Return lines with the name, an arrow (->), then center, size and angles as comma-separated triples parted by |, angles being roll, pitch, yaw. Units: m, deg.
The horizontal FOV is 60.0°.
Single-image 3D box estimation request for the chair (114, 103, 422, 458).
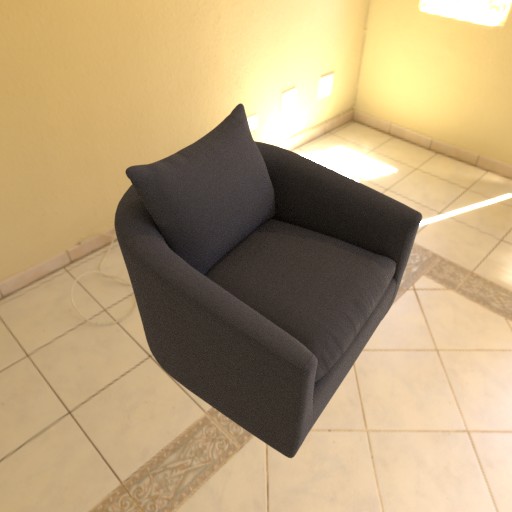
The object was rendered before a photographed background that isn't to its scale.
chair -> 0.000, 0.000, 1.645 | 0.910, 0.848, 0.845 | 25, 48, 26
